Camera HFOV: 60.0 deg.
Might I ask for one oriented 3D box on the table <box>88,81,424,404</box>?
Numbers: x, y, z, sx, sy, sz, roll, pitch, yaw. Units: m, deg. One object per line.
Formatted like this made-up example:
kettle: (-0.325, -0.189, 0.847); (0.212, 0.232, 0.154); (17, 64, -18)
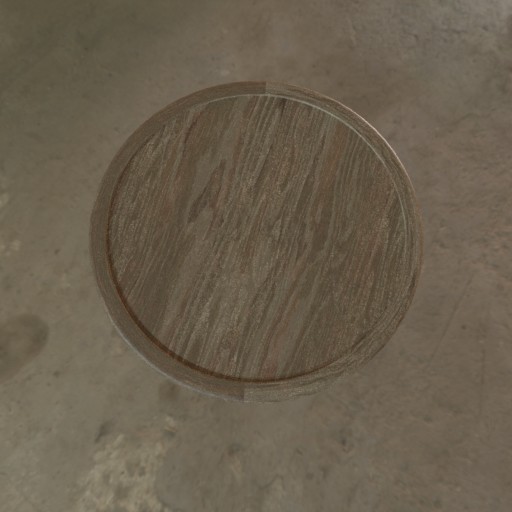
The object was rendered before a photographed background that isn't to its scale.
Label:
table: (0.000, 0.000, 1.015); (0.607, 0.450, 0.607); (0, 77, 0)
